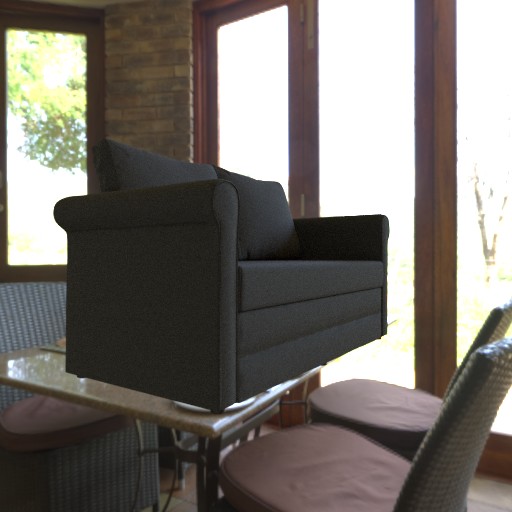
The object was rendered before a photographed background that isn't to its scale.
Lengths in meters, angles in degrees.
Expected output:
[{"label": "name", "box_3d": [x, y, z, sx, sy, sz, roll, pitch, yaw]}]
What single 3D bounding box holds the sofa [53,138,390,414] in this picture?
[{"label": "sofa", "box_3d": [0.000, 0.000, 1.958, 0.741, 0.872, 1.460, 0, 0, 35]}]
